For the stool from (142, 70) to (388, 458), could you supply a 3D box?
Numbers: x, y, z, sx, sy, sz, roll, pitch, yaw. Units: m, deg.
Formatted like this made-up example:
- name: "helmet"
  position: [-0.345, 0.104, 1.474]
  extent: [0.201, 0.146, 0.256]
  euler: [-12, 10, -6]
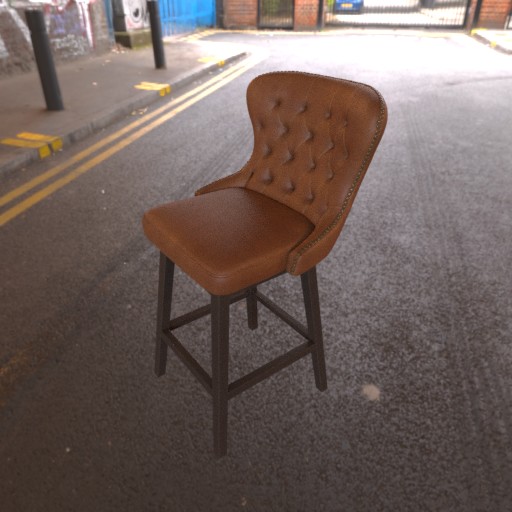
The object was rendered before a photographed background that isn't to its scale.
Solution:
- name: "stool"
  position: [0.000, 0.000, 1.346]
  extent: [0.593, 0.971, 0.528]
  euler: [-21, 37, -31]
